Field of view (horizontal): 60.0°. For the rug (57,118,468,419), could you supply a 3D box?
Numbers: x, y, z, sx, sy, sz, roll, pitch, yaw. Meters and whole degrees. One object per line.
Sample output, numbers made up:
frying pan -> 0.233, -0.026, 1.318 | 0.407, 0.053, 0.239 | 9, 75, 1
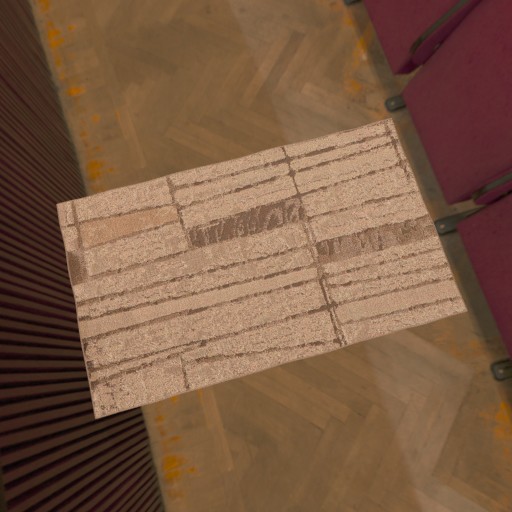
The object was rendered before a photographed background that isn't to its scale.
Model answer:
rug -> 0.000, 0.000, 1.046 | 0.867, 0.007, 0.515 | -15, 76, -4
